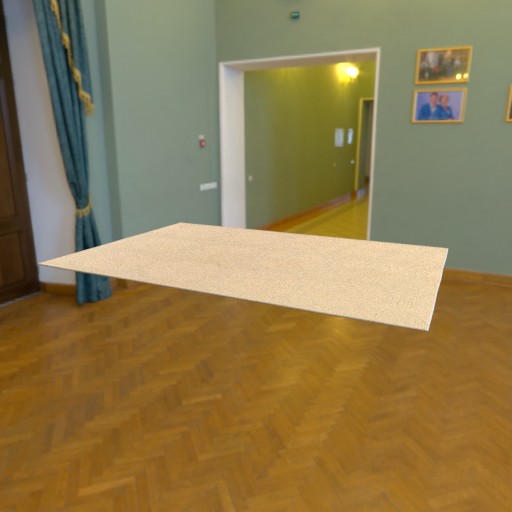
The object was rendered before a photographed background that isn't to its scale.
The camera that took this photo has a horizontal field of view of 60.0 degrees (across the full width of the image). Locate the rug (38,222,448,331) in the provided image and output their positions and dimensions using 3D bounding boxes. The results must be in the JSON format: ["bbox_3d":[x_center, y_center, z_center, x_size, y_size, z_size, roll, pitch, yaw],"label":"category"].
[{"bbox_3d":[0.000,0.000,2.369,1.839,0.009,1.236,7,16,25],"label":"rug"}]
